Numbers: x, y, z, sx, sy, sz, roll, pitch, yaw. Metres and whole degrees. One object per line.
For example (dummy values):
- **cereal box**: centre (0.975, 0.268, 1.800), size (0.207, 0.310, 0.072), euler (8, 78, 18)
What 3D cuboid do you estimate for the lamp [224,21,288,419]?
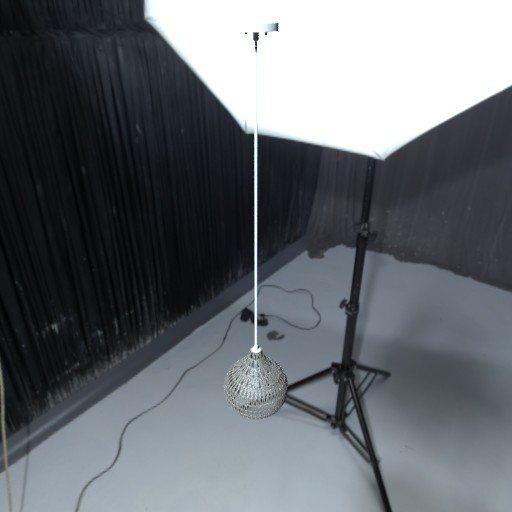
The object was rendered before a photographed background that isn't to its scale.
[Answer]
- **lamp**: centre (0.000, 0.000, 2.055), size (0.355, 1.919, 0.355), euler (21, 36, 32)
